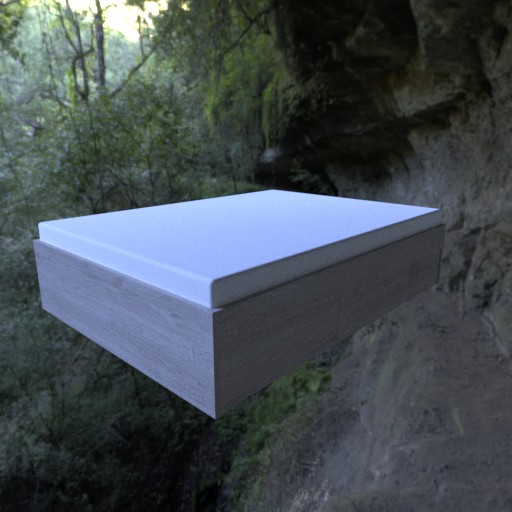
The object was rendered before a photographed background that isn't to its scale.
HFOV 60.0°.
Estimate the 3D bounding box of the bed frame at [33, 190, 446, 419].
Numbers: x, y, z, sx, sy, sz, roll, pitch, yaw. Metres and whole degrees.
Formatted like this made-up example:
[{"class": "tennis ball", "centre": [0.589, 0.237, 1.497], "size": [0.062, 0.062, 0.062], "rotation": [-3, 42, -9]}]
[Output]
[{"class": "bed frame", "centre": [0.000, 0.000, 2.617], "size": [1.448, 0.490, 1.944], "rotation": [14, 21, 41]}]
